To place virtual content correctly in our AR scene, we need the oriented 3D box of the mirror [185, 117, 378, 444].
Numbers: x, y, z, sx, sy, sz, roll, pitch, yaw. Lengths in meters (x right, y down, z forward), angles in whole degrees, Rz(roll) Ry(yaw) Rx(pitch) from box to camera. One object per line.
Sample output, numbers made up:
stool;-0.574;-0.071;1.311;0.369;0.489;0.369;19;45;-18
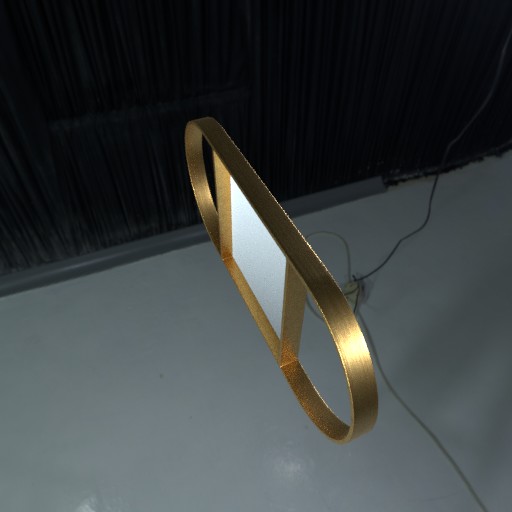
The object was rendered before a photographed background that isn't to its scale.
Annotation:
mirror;0.000;0.000;0.676;0.032;0.254;0.584;-18;50;-16
